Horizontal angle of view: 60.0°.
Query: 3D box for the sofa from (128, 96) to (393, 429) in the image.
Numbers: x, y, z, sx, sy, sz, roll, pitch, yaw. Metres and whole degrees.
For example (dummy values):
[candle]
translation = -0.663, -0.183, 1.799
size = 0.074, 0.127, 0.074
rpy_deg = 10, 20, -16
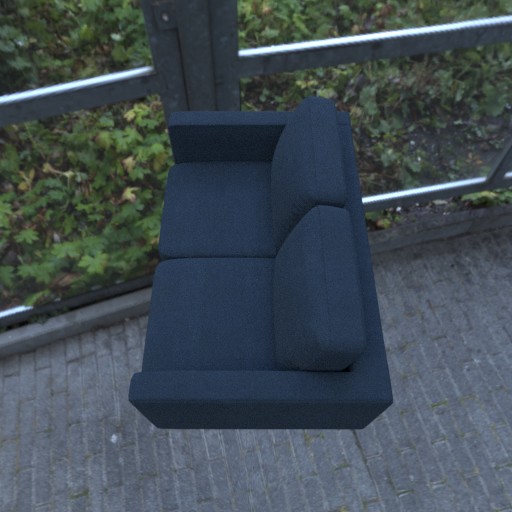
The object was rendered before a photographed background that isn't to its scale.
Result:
[sofa]
translation = 0.000, 0.000, 2.186
size = 0.999, 0.930, 1.518
rpy_deg = 0, 59, 0
